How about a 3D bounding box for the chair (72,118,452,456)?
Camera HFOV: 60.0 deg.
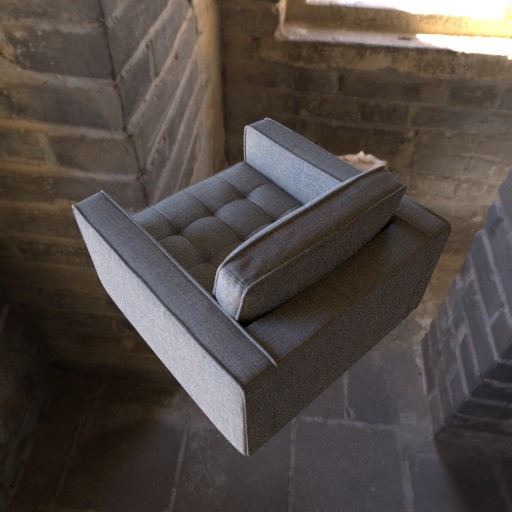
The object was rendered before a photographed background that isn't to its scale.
[{"bbox_3d":[0.000,0.000,1.572,0.889,0.765,0.914,-32,54,-27],"label":"chair"}]
